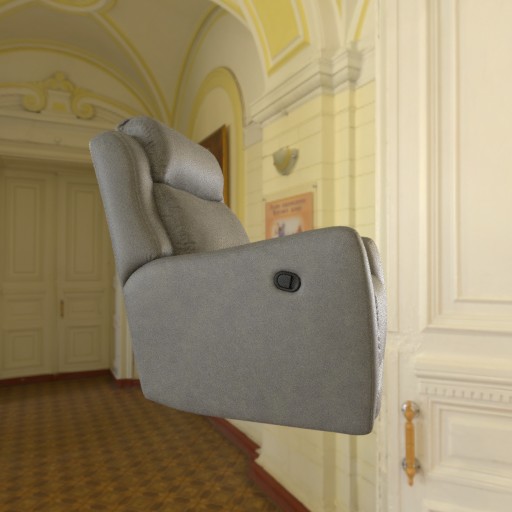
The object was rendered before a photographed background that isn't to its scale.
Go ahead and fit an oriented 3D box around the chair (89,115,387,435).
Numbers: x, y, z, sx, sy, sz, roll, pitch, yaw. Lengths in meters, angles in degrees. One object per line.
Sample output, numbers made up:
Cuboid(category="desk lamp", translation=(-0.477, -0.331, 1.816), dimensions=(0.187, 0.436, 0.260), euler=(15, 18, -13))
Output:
Cuboid(category="chair", translation=(0.000, 0.000, 1.903), dimensions=(1.068, 1.116, 0.965), euler=(0, 0, 18))
